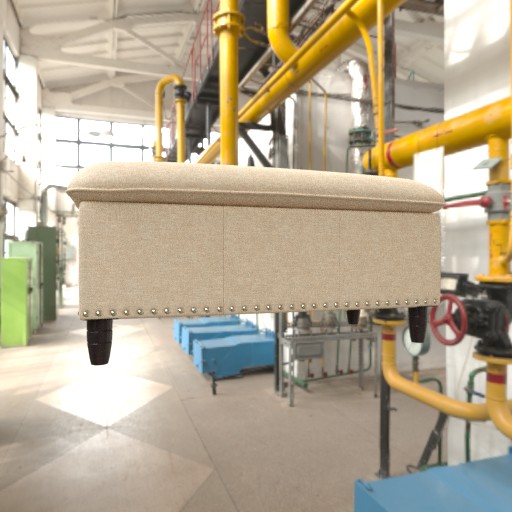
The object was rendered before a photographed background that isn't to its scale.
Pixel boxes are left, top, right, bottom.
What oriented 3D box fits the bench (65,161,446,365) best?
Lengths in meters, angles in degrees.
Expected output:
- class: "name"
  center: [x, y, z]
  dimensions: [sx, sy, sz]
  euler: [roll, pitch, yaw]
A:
- class: "bench"
  center: [0.000, 0.000, 1.285]
  dimensions: [0.991, 0.483, 0.483]
  euler: [0, 0, -18]
